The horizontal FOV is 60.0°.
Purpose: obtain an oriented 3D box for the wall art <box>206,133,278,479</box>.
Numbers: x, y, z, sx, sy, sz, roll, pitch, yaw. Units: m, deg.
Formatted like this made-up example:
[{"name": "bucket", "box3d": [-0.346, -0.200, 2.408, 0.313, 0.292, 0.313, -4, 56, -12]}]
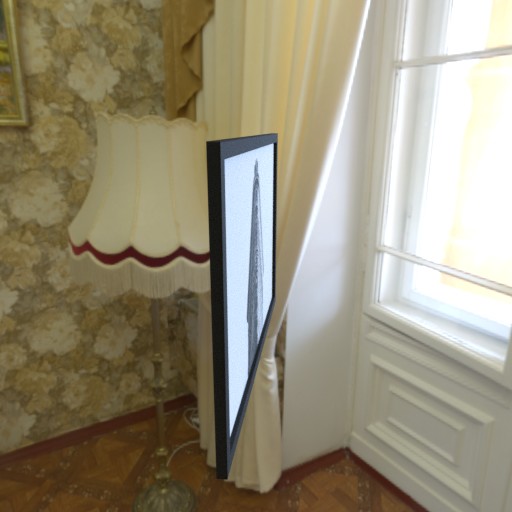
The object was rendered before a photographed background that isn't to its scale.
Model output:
[{"name": "wall art", "box3d": [0.000, 0.000, 1.259, 0.049, 0.659, 0.964, 3, 16, 9]}]
